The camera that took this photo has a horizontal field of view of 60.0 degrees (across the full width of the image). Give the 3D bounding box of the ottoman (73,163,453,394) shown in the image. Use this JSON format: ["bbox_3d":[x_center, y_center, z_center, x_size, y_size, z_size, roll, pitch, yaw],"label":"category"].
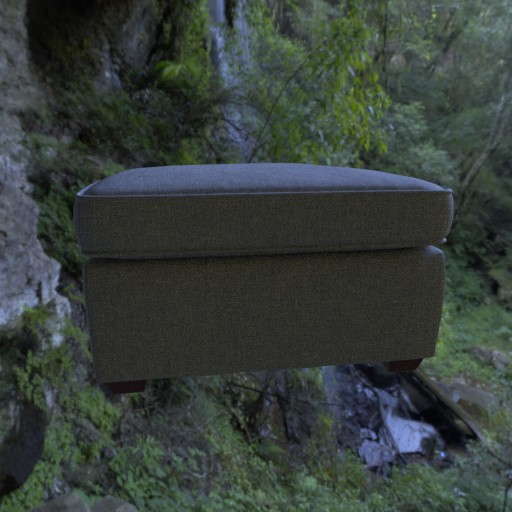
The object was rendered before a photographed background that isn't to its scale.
[{"bbox_3d":[0.000,0.000,1.127,0.762,0.457,0.559,-2,15,-8],"label":"ottoman"}]
